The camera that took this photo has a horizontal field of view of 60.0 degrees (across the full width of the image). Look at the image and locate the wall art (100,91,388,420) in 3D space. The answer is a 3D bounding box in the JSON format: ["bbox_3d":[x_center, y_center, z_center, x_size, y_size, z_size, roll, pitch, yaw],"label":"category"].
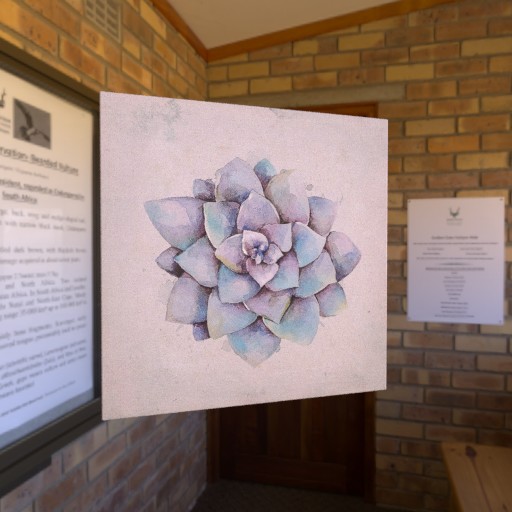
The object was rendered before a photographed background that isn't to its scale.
[{"bbox_3d":[0.000,0.000,1.154,0.762,0.762,0.038,0,1,-17],"label":"wall art"}]
